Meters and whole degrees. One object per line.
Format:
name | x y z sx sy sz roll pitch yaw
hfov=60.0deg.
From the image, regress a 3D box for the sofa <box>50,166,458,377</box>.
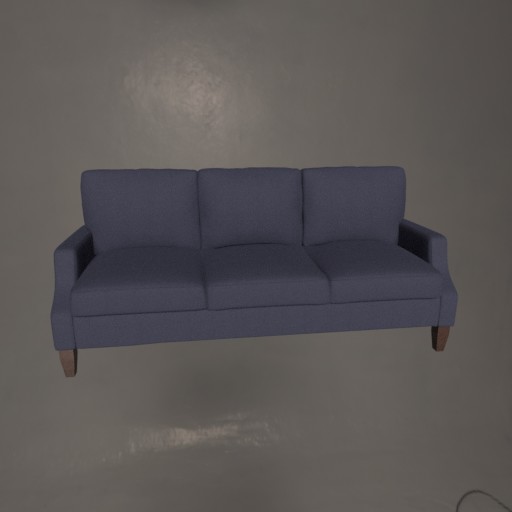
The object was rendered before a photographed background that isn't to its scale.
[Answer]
sofa | 0.000 0.000 2.606 2.115 0.984 0.888 -2 16 -7
